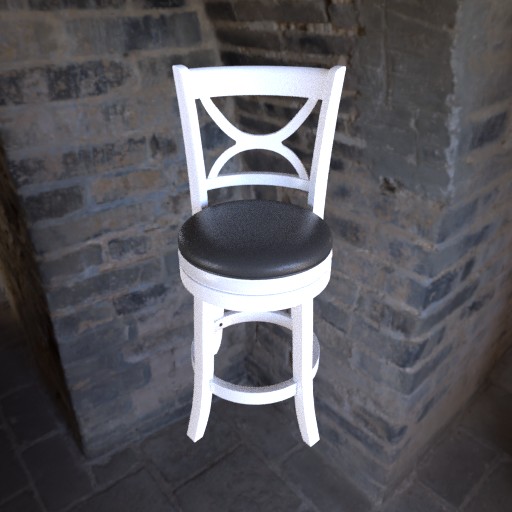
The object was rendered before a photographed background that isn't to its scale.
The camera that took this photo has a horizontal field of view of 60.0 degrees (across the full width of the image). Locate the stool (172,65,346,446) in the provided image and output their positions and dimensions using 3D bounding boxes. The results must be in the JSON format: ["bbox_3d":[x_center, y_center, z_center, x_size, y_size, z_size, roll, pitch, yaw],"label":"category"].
[{"bbox_3d":[0.000,0.000,1.238,0.444,0.953,0.508,1,29,2],"label":"stool"}]
